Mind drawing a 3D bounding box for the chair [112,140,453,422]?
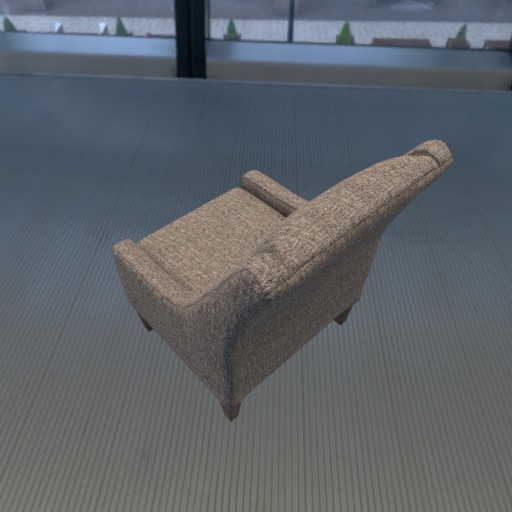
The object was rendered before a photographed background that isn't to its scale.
[{"bbox_3d":[0.000,0.000,1.644,0.774,1.014,0.870,-34,55,-28],"label":"chair"}]
